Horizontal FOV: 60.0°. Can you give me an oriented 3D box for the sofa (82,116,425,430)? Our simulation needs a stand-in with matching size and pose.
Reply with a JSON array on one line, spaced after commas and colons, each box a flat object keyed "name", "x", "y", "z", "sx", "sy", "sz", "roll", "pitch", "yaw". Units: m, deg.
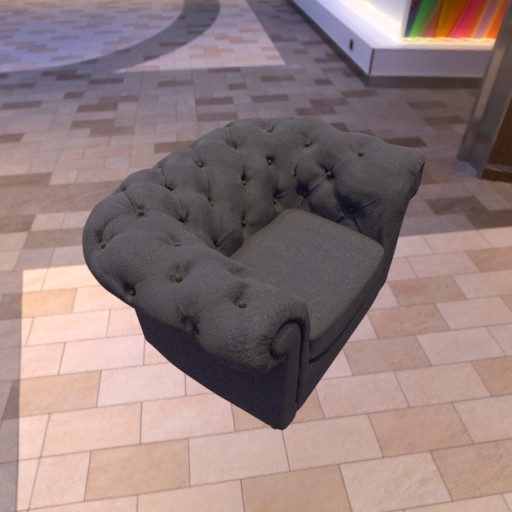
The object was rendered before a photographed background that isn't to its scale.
[{"name": "sofa", "x": 0.000, "y": 0.000, "z": 2.042, "sx": 1.032, "sy": 0.878, "sz": 1.405, "roll": 25, "pitch": 47, "yaw": 26}]
